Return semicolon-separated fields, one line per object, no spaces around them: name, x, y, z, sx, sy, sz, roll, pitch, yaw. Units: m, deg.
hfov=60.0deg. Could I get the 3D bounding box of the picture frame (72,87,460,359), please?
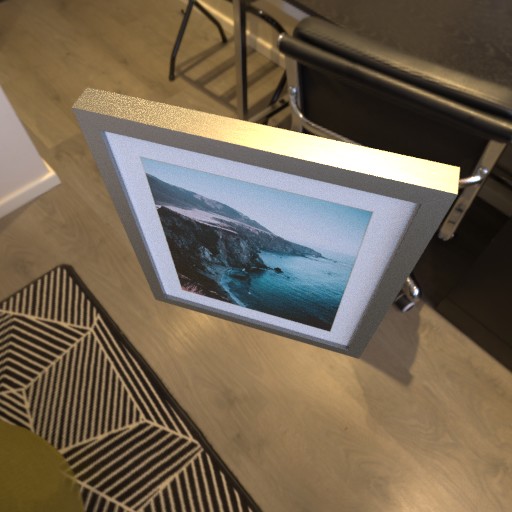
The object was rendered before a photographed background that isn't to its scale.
picture frame;0.000;0.000;1.350;0.839;0.968;0.073;15;59;9
